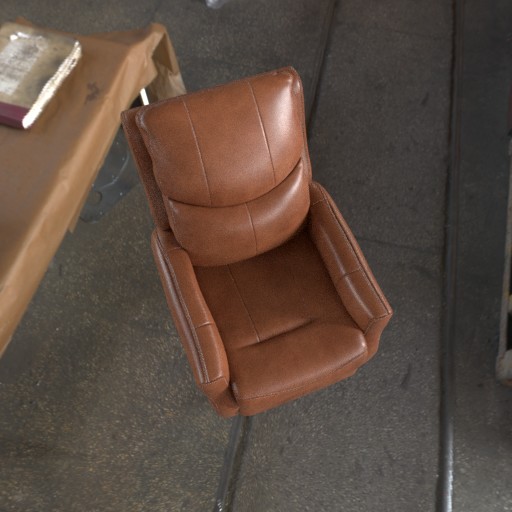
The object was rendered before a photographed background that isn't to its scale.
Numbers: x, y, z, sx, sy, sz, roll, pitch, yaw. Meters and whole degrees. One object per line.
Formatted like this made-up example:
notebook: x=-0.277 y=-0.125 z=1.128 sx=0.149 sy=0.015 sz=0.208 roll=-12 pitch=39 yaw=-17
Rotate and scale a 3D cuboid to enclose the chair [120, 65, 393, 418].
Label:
chair: x=0.000 y=0.000 z=1.790 sx=0.821 sy=1.016 sz=1.072 roll=-19 pitch=66 yaw=-9
